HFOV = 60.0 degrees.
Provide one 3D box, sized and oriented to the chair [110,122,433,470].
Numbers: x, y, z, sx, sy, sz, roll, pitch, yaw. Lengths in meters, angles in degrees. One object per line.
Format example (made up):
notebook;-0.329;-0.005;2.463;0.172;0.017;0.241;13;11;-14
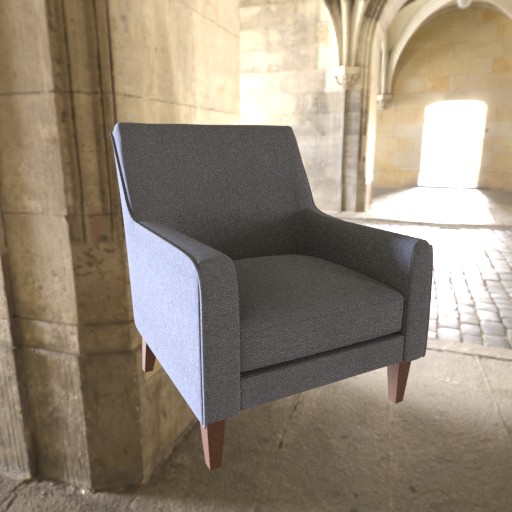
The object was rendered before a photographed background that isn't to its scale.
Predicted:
chair;0.000;0.000;1.557;0.780;0.919;0.899;-7;16;-27
